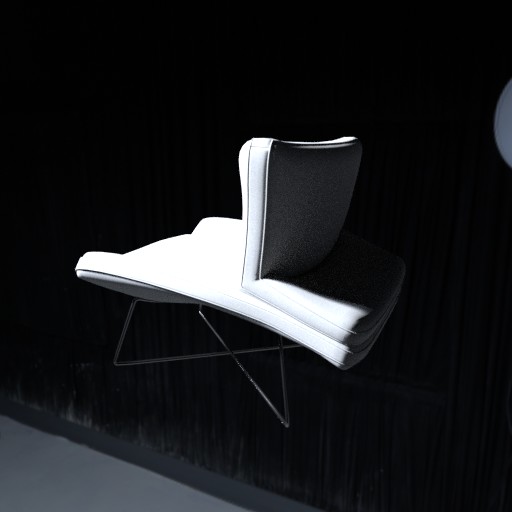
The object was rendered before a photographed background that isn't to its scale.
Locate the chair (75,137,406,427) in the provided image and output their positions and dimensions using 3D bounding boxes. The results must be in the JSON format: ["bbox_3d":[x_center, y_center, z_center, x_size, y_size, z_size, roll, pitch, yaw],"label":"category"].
[{"bbox_3d":[0.000,0.000,1.655,1.008,0.855,0.859,8,17,26],"label":"chair"}]
